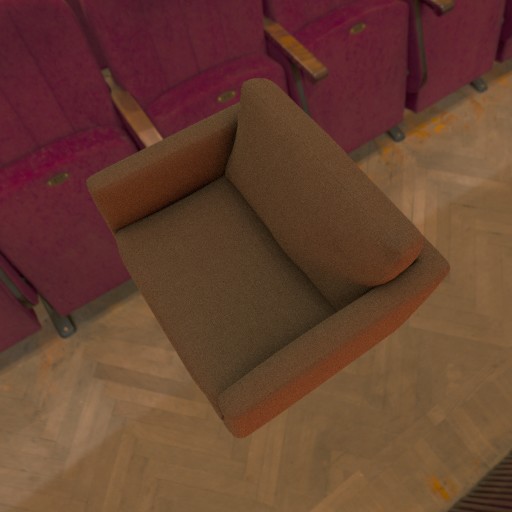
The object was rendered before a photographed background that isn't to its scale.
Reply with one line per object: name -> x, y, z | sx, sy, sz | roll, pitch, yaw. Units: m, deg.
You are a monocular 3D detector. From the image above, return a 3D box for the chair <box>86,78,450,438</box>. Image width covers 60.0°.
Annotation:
chair -> 0.000, 0.000, 1.866 | 0.959, 0.963, 1.107 | -31, 67, -15
